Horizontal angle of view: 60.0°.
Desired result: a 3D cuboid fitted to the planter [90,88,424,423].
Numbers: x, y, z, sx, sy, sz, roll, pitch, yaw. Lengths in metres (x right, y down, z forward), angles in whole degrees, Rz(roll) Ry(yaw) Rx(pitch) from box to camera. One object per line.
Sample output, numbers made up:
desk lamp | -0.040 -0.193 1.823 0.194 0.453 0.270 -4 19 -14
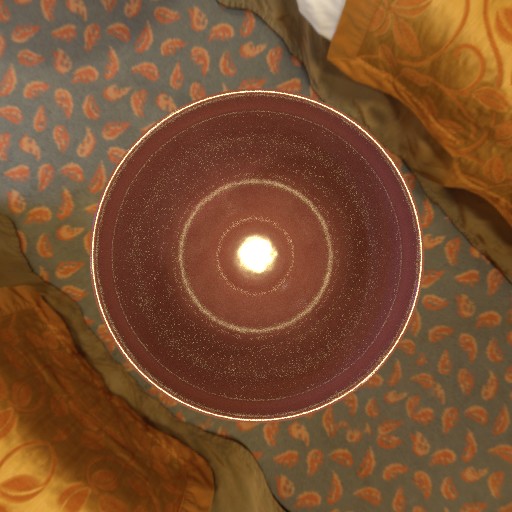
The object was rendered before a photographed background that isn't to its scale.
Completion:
planter | 0.000 0.000 0.485 0.266 0.270 0.266 0 90 -1
